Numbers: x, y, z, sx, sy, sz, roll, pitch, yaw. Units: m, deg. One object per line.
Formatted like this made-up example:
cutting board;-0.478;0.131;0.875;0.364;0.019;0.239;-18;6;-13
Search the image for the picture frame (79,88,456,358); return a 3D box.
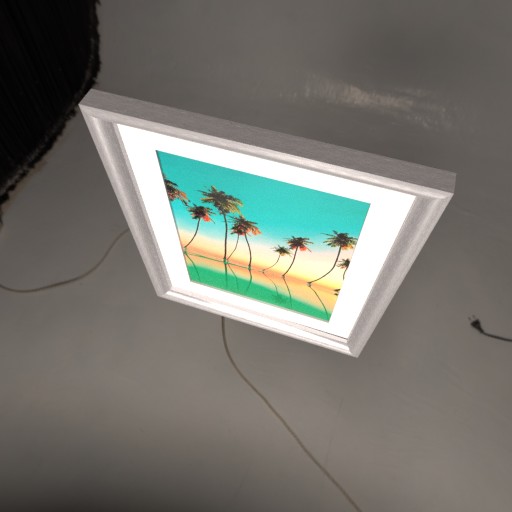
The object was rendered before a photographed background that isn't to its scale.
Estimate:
picture frame;0.000;0.000;0.534;0.327;0.378;0.027;16;60;9
